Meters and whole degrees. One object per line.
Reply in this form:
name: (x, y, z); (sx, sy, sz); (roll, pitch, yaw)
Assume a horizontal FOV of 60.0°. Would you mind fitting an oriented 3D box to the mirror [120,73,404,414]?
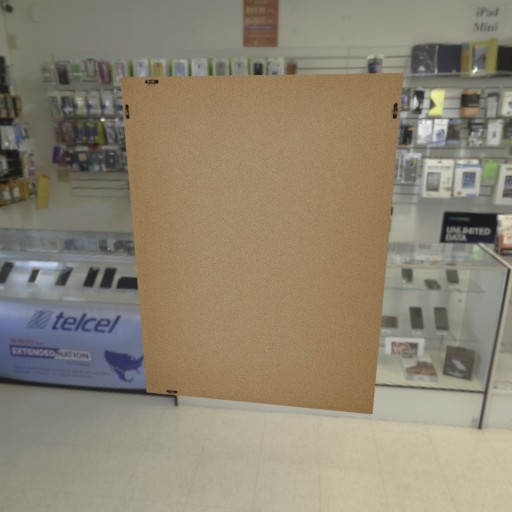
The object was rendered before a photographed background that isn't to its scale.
mirror: (0.000, 0.000, 1.343); (0.762, 1.016, 0.041); (3, 17, 9)
